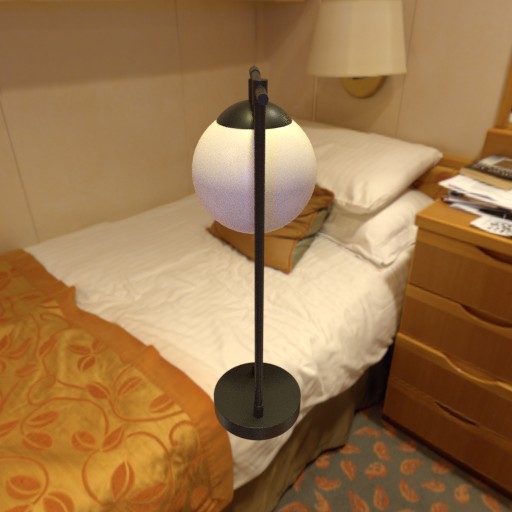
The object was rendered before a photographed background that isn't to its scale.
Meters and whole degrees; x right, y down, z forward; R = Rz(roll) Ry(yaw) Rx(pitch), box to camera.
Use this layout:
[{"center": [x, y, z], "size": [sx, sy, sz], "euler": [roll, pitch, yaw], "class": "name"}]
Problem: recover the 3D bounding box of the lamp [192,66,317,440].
[{"center": [0.000, 0.000, 0.712], "size": [0.197, 0.559, 0.316], "euler": [-1, 29, -2], "class": "lamp"}]
